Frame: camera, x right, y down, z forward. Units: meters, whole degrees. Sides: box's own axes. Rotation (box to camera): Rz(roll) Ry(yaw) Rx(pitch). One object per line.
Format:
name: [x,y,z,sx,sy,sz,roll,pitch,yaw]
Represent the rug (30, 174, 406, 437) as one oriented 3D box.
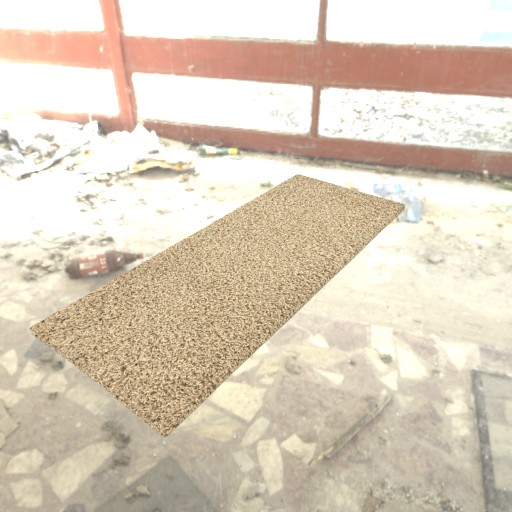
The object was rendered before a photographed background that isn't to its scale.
rug: [0.000,0.000,1.723,0.609,0.030,1.524,23,40,30]
